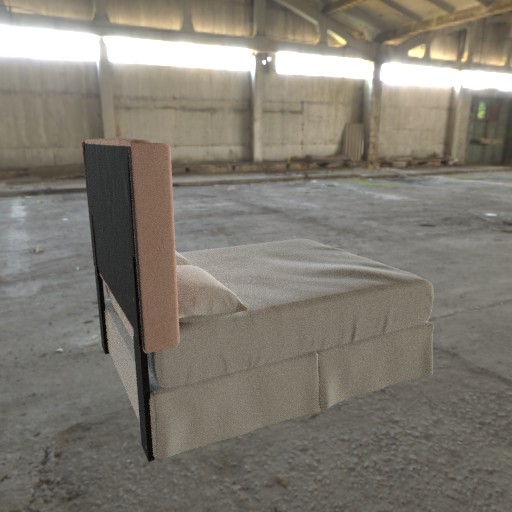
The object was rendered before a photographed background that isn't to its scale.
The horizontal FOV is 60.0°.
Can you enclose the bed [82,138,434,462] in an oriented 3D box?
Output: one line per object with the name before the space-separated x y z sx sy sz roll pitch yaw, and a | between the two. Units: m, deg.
bed | 0.000 0.000 3.249 2.066 1.665 1.719 -8 17 -26
